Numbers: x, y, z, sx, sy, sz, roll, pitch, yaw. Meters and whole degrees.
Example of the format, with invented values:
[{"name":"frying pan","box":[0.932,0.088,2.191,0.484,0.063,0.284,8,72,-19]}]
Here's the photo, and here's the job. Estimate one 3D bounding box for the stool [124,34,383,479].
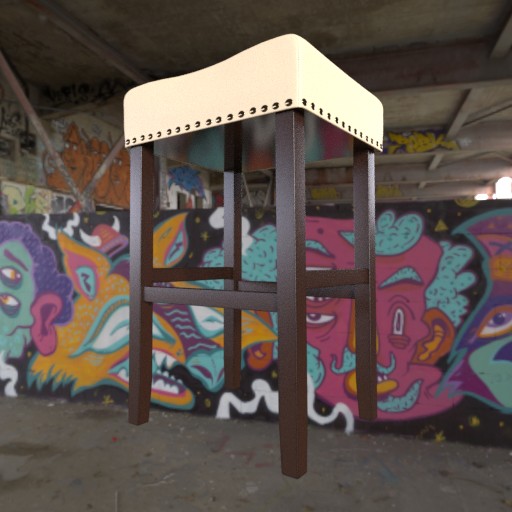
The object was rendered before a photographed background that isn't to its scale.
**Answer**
[{"name":"stool","box":[0.000,0.000,1.028,0.471,0.762,0.401,0,-1,36]}]
